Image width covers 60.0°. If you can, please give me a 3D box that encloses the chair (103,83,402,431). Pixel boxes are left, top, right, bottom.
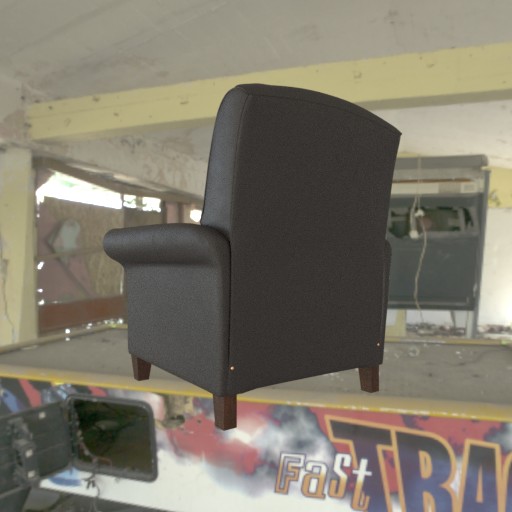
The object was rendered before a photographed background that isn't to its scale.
[{"bbox_3d":[0.000,0.000,1.806,0.978,1.061,0.902,1,-1,-36],"label":"chair"}]
